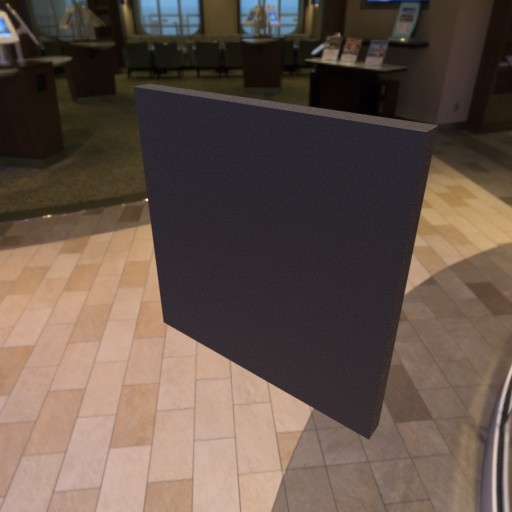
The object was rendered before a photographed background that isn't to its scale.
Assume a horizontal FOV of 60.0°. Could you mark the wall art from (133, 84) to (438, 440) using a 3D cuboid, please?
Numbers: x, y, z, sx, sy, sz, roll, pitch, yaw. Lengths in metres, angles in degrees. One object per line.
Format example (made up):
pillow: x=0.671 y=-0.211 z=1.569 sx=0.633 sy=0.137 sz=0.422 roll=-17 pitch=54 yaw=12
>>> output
wall art: x=0.000 y=0.000 z=0.760 sx=0.507 sy=0.507 sz=0.038 roll=21 pitch=36 yaw=33
